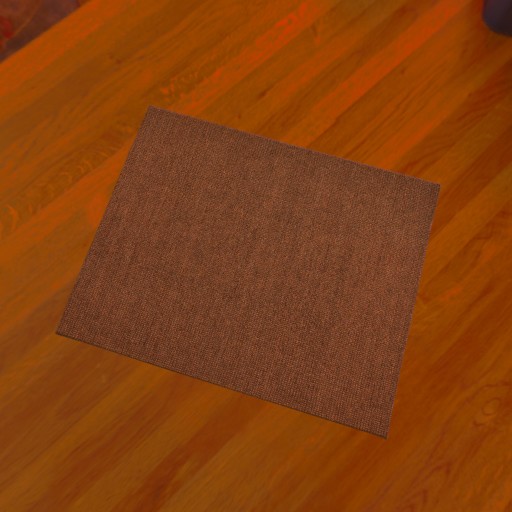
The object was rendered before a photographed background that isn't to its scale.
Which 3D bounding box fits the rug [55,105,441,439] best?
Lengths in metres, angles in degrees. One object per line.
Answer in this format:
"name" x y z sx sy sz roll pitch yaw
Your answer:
"rug" 0.000 0.000 4.179 3.068 0.021 2.456 16 76 4
